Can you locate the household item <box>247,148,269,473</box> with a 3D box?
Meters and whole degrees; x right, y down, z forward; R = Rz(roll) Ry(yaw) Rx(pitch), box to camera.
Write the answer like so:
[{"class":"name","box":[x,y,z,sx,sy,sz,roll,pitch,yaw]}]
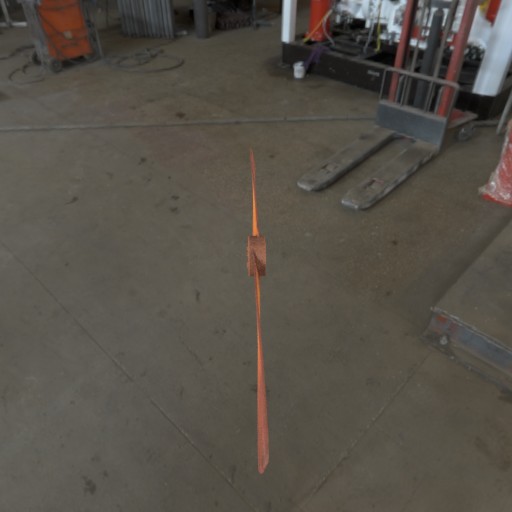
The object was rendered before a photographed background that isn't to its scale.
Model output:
[{"class":"household item","box":[0.000,0.000,1.248,0.051,0.121,1.181,-1,41,-1]}]
